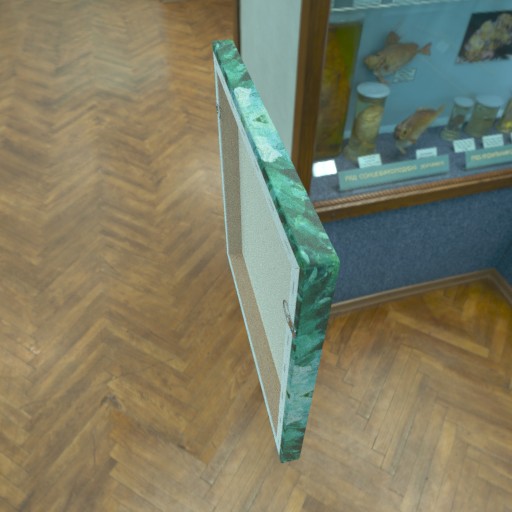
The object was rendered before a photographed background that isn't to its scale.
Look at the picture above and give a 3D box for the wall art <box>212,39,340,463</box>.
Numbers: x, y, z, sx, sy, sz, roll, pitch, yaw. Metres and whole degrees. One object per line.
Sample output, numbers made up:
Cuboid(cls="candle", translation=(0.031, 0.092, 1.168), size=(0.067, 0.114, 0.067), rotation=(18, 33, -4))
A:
Cuboid(cls="wall art", translation=(0.000, 0.000, 0.741), size=(0.038, 0.508, 0.507), rotation=(-10, 48, -9))
